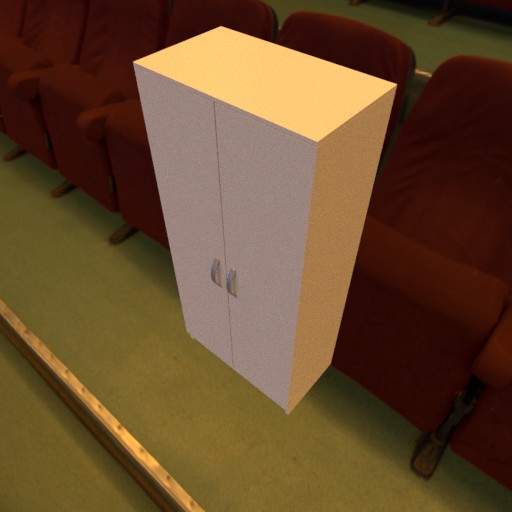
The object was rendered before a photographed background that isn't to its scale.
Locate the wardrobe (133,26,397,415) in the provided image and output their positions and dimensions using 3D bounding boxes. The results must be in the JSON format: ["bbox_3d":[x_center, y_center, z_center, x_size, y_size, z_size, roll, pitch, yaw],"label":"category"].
[{"bbox_3d":[0.000,0.000,2.047,0.760,1.700,0.470,32,54,27],"label":"wardrobe"}]
